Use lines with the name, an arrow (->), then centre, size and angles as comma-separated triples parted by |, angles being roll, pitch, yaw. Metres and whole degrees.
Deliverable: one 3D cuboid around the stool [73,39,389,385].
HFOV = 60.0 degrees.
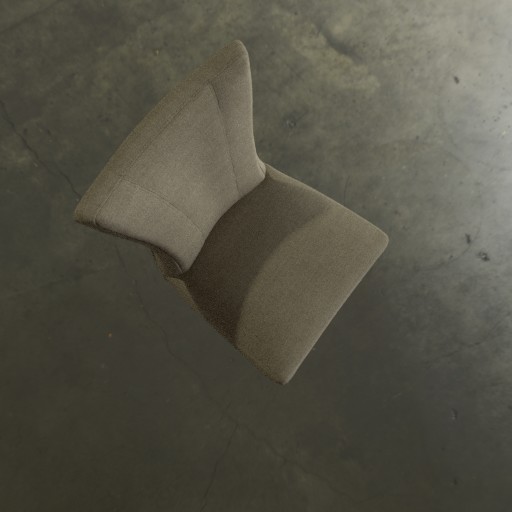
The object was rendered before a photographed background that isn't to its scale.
stool -> 0.000, 0.000, 1.321 | 0.574, 1.000, 0.514 | 37, 79, 9
